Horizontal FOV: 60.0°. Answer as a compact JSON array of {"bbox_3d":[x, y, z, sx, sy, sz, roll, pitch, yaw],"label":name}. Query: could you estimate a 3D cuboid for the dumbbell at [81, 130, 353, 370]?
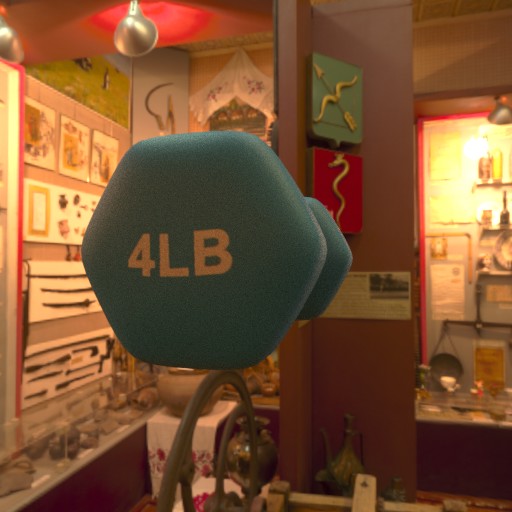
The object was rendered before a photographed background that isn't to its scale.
[{"bbox_3d":[0.000,0.000,0.186,0.074,0.066,0.152,0,-2,16],"label":"dumbbell"}]
